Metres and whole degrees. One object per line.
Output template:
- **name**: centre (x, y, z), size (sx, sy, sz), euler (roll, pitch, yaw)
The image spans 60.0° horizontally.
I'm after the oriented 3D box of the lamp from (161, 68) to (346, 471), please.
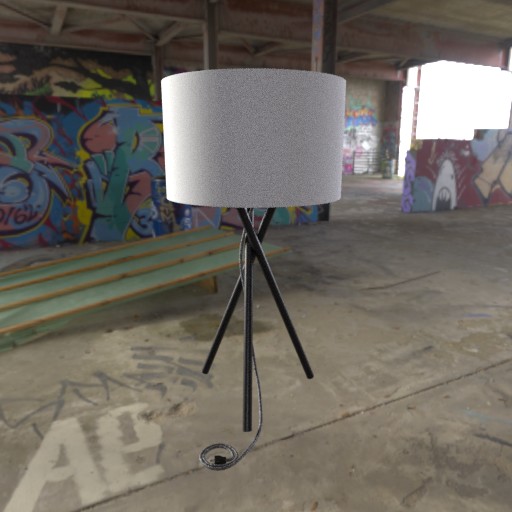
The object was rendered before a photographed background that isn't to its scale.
- **lamp**: centre (0.000, 0.000, 0.911), size (0.353, 0.674, 0.422), euler (-2, 14, -7)
